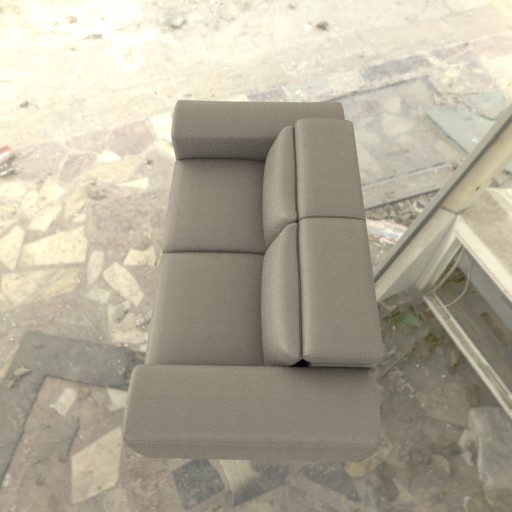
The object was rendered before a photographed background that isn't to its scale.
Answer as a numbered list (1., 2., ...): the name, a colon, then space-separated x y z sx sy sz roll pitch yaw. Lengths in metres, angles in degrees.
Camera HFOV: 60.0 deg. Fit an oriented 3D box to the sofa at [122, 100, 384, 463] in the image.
1. sofa: 0.000 0.000 2.333 1.024 0.753 1.930 1 59 1
